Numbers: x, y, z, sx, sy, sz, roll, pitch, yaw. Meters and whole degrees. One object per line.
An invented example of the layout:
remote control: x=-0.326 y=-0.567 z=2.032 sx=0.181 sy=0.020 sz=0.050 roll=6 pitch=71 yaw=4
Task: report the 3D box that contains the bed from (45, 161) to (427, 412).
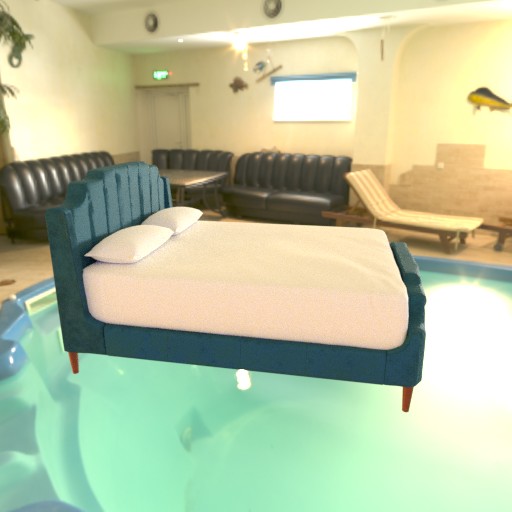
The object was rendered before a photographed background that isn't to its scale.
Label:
bed: x=0.000 y=0.000 z=3.402 sx=2.322 sy=1.338 sz=1.678 roll=3 pitch=18 yaw=11
